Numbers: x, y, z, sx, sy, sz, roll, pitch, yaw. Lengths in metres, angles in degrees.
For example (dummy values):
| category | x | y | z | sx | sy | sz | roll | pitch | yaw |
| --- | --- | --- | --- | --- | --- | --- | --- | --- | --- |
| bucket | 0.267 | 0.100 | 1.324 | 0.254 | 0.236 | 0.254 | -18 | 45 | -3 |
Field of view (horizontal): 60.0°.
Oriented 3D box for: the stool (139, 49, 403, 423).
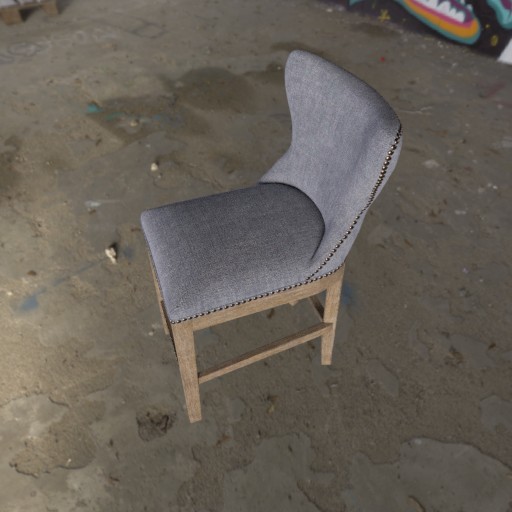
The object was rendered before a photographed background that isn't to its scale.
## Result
| category | x | y | z | sx | sy | sz | roll | pitch | yaw |
| --- | --- | --- | --- | --- | --- | --- | --- | --- | --- |
| stool | 0.000 | 0.000 | 1.316 | 0.608 | 0.981 | 0.498 | -15 | 47 | -14 |
